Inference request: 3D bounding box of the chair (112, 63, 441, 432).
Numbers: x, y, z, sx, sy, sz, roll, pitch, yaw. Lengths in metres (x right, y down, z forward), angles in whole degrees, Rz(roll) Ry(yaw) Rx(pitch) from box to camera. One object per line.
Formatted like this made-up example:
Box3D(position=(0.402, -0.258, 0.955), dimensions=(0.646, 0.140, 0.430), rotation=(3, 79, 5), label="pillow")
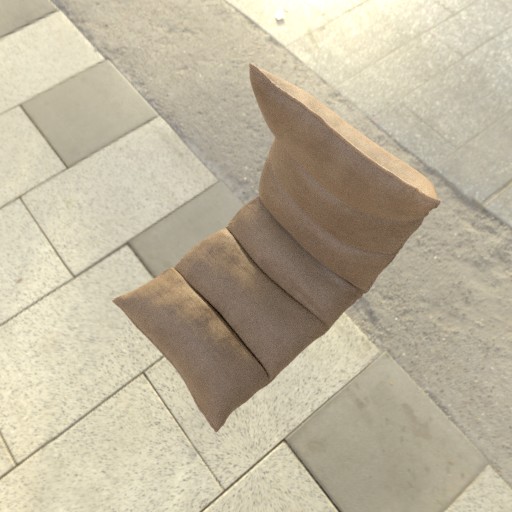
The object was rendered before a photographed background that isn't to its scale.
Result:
Box3D(position=(0.000, 0.000, 1.584), dimensions=(0.985, 0.892, 0.714), rotation=(-38, 70, -16), label="chair")
